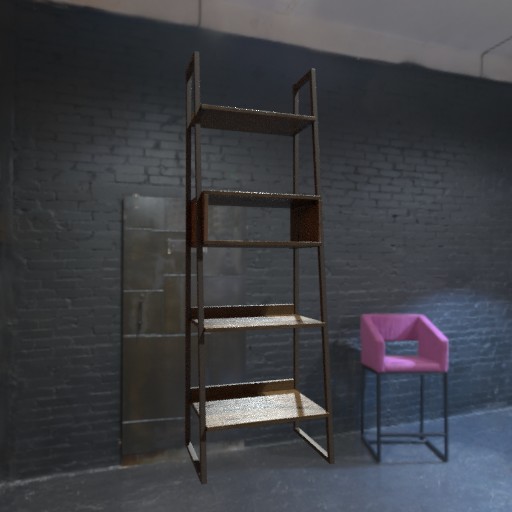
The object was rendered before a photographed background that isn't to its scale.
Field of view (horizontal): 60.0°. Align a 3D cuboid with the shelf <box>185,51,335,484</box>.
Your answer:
[{"bbox_3d":[0.000,0.000,2.267,0.652,2.005,0.454,0,-1,-18],"label":"shelf"}]
